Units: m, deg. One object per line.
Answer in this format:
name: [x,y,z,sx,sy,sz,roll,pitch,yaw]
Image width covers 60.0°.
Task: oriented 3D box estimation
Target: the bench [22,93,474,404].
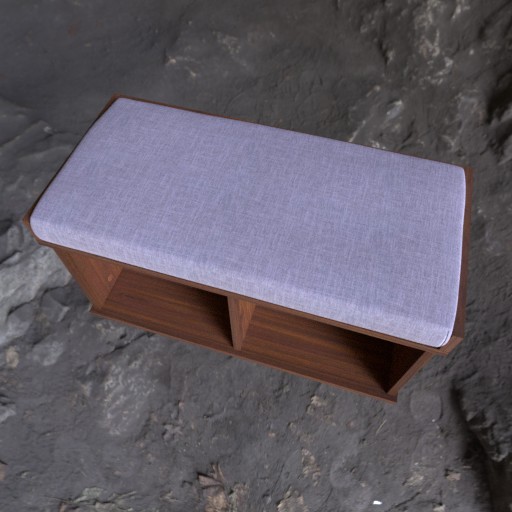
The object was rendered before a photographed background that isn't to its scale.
bench: [0.000,0.000,0.957,0.734,0.461,0.362,14,59,9]
